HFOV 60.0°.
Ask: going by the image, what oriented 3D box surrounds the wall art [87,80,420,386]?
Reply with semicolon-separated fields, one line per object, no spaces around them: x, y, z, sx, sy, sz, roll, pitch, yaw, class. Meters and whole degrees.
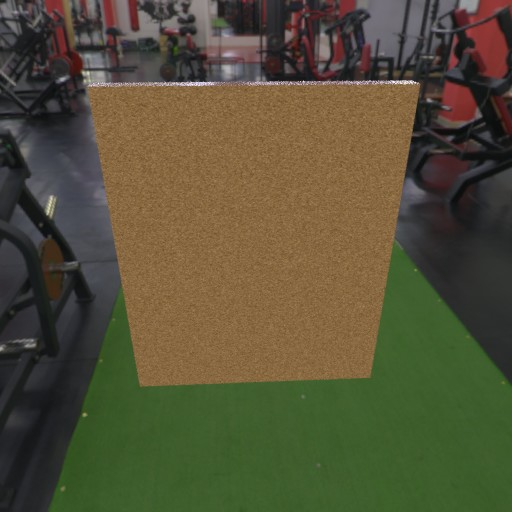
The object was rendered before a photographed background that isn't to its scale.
0.000;0.000;0.774;0.467;0.567;0.033;-1;29;-3;wall art
